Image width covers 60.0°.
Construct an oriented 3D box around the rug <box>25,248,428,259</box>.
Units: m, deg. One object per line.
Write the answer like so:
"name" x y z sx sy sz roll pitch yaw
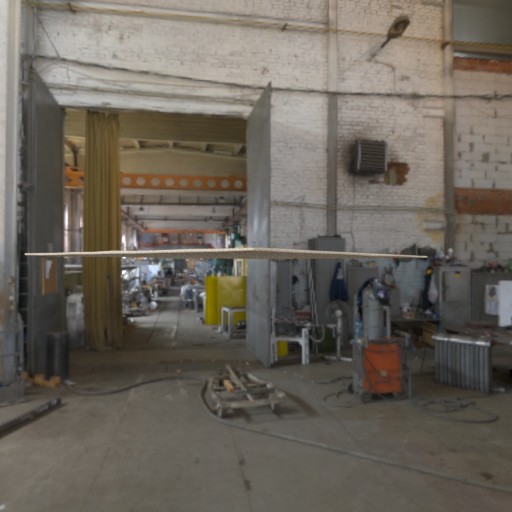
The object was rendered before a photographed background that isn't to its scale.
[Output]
"rug" 0.000 0.000 4.417 2.436 0.026 3.381 -1 -1 36
